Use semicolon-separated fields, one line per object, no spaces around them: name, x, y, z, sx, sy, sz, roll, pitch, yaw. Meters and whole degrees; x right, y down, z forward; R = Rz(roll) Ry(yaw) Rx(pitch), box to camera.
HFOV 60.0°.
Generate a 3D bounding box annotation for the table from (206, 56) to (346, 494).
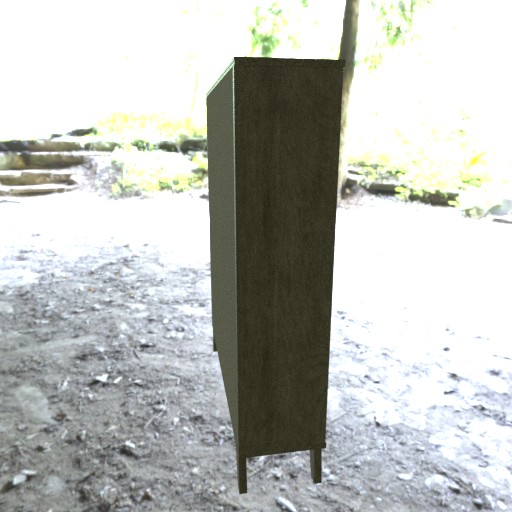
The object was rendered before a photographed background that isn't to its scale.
table;0.000;0.000;1.541;0.256;1.135;0.902;-3;16;-10
